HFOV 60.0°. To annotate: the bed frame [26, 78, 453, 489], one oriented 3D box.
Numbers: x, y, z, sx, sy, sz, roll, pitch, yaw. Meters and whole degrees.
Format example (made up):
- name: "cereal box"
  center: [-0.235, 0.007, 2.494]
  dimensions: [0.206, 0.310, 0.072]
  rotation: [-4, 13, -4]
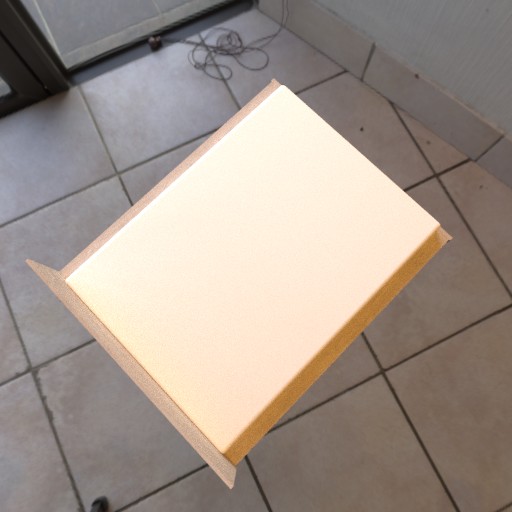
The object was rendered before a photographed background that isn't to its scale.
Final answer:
- name: "bed frame"
  center: [0.000, 0.000, 2.848]
  dimensions: [1.960, 0.800, 1.622]
  rotation: [-44, 81, -9]
